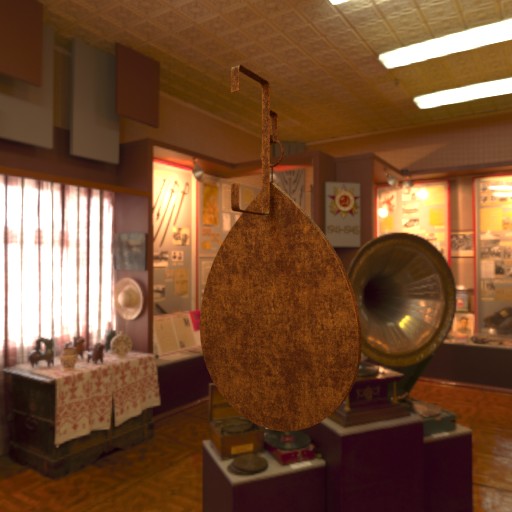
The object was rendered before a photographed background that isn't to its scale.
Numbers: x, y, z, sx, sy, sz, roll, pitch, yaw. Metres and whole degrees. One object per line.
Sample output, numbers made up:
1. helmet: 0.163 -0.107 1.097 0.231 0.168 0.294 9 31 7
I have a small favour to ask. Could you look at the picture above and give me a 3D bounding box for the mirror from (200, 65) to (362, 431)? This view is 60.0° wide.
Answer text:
1. mirror: 0.000 0.000 0.918 0.405 0.744 0.144 -1 -1 35
